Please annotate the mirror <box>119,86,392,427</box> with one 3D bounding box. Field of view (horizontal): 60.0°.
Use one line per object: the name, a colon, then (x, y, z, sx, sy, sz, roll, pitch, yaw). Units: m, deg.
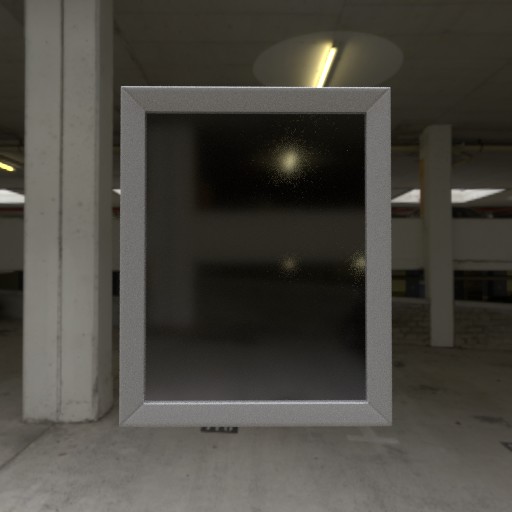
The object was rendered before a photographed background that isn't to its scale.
mirror: (0.000, 0.000, 0.682, 0.405, 0.508, 0.041, 0, -1, -1)
